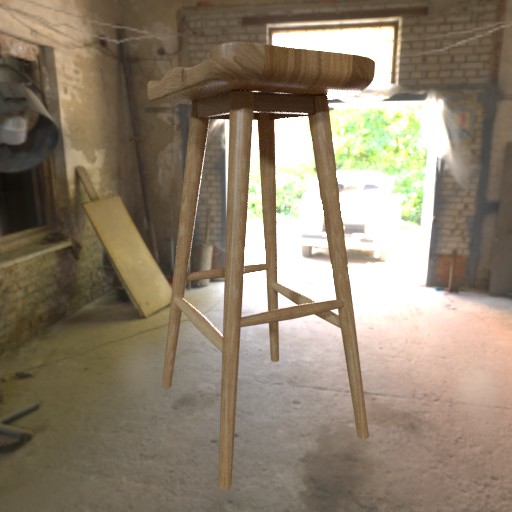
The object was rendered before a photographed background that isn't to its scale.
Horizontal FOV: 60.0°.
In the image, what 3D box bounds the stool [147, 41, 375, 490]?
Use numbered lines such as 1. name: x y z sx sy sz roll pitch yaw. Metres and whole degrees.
1. stool: 0.000 0.000 0.896 0.322 0.698 0.407 -7 15 -26
